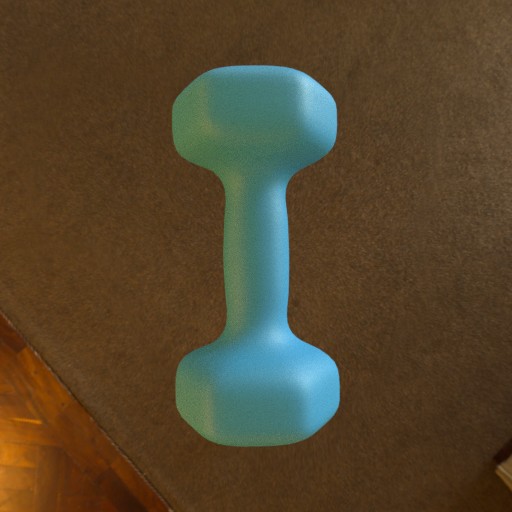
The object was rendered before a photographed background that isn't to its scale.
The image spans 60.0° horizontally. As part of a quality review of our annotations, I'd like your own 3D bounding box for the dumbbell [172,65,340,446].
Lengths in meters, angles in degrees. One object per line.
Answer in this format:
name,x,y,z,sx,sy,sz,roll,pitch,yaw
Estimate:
dumbbell,0.000,0.000,0.195,0.074,0.066,0.152,0,90,0
